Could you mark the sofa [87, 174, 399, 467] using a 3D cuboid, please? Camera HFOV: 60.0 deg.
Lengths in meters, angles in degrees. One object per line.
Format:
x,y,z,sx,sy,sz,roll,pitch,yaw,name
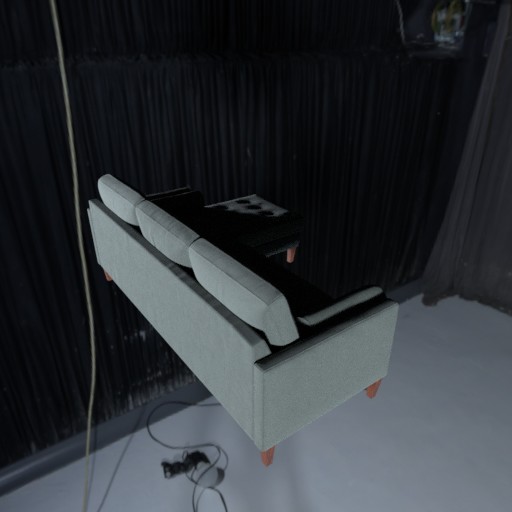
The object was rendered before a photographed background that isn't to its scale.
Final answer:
0.000,0.000,2.950,1.506,0.876,2.178,-18,33,-32,sofa
